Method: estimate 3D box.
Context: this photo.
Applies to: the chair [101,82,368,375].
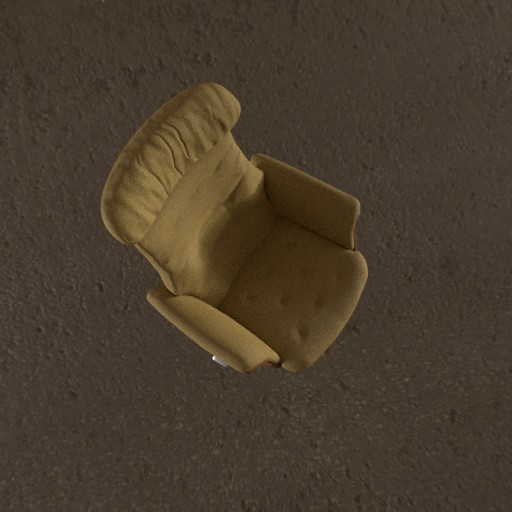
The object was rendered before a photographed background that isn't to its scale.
[{"bbox_3d":[0.000,0.000,1.642,0.837,0.995,0.785,34,77,9],"label":"chair"}]
